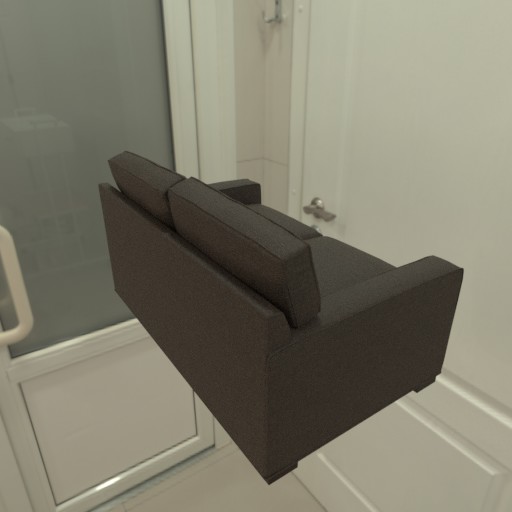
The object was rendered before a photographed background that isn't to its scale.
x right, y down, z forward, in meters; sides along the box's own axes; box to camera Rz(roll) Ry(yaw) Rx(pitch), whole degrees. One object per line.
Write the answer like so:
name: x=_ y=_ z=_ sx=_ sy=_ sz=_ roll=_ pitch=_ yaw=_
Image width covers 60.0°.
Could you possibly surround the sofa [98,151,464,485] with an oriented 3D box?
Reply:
sofa: x=0.000 y=0.000 z=2.114 sx=0.974 sy=0.887 sz=1.534 roll=-17 pitch=30 yaw=-31
